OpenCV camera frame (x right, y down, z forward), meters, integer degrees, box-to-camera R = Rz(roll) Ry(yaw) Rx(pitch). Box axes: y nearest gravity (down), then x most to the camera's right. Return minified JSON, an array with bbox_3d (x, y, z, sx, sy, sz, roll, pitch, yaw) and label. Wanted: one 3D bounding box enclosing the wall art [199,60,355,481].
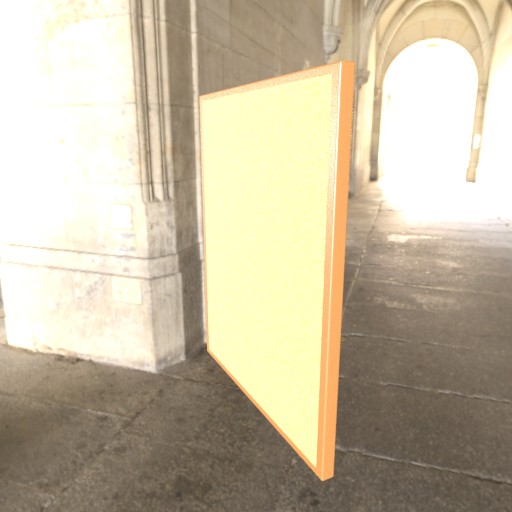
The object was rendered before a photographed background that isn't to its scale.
[{"bbox_3d":[0.000,0.000,0.752,0.021,0.550,0.449,-7,16,-26],"label":"wall art"}]
